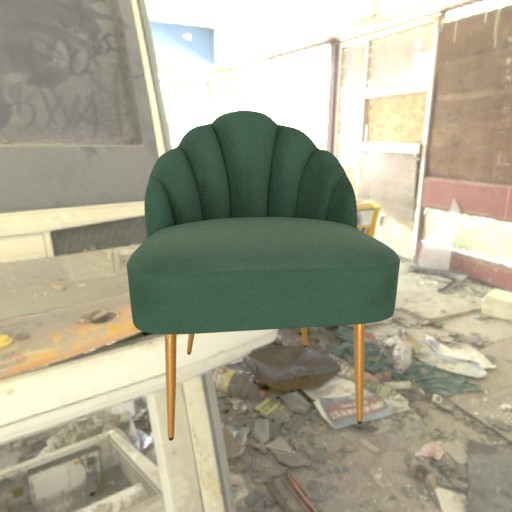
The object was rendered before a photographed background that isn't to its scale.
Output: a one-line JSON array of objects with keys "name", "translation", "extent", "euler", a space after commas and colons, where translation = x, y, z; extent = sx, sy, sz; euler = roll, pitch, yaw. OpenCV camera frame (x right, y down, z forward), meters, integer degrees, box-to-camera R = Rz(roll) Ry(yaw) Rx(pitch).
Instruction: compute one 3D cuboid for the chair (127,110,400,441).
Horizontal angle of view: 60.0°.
[{"name": "chair", "translation": [0.000, 0.000, 1.272], "extent": [0.657, 0.819, 0.599], "euler": [-2, 16, -7]}]
